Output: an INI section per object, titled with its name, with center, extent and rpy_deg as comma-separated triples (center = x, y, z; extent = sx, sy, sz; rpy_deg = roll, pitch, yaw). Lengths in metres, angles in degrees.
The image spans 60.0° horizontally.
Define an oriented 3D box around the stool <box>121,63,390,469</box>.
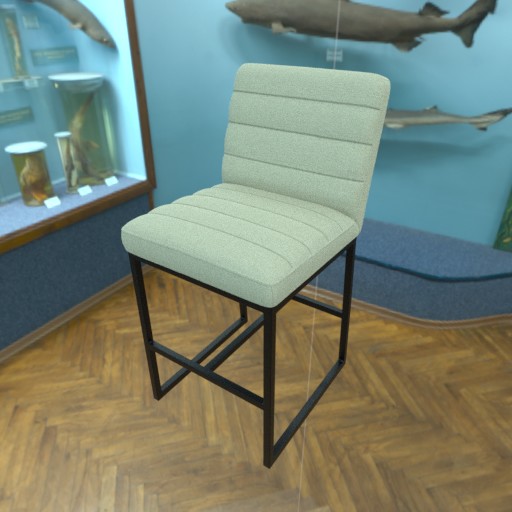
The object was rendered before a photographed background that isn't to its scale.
[stool]
center = 0.000, 0.000, 1.248
extent = 0.460, 0.940, 0.560
rpy_deg = 19, 35, 29
